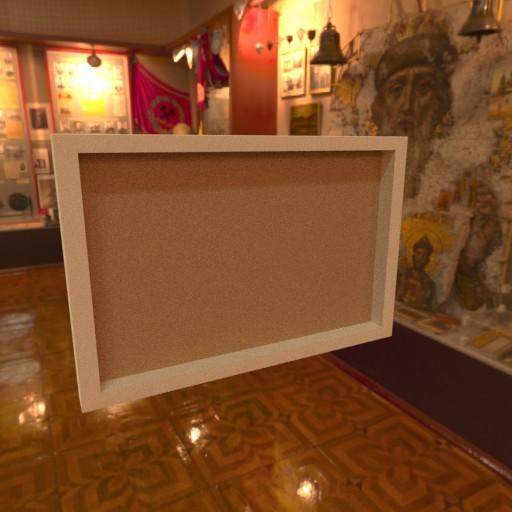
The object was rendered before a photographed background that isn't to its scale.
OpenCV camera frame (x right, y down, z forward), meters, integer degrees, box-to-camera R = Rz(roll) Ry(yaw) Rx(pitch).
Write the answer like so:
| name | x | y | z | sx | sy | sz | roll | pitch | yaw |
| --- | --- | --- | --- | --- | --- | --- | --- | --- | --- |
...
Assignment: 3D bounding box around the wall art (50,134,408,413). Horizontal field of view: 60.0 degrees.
| name | x | y | z | sx | sy | sz | roll | pitch | yaw |
| --- | --- | --- | --- | --- | --- | --- | --- | --- | --- |
| wall art | 0.000 | 0.000 | 0.486 | 0.384 | 0.254 | 0.039 | -7 | 16 | -25 |
